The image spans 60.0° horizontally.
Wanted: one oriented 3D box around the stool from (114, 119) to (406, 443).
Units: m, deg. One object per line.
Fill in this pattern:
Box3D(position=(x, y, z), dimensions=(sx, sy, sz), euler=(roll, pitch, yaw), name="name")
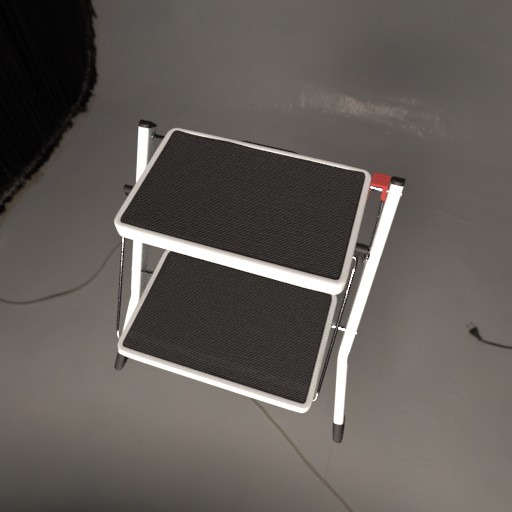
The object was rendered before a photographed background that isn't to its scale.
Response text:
Box3D(position=(0.000, 0.000, 0.817), dimensions=(0.485, 0.445, 0.490), euler=(15, 58, 9), name="stool")
